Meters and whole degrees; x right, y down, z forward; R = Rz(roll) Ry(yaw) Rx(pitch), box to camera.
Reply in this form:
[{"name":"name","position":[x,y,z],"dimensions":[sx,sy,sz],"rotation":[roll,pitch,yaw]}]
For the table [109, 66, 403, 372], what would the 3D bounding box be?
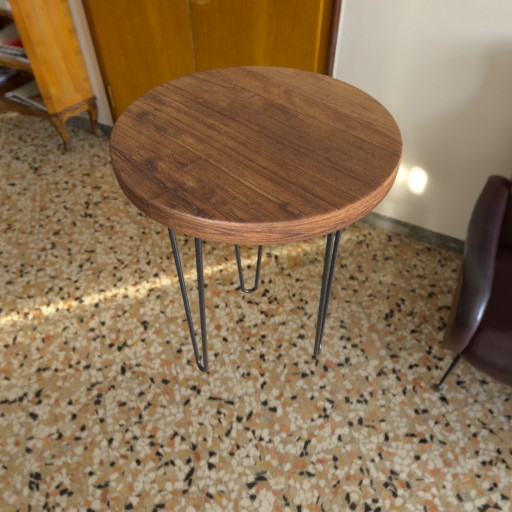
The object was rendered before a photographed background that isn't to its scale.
[{"name":"table","position":[0.000,0.000,0.803],"dimensions":[0.400,0.520,0.400],"rotation":[0,46,0]}]
